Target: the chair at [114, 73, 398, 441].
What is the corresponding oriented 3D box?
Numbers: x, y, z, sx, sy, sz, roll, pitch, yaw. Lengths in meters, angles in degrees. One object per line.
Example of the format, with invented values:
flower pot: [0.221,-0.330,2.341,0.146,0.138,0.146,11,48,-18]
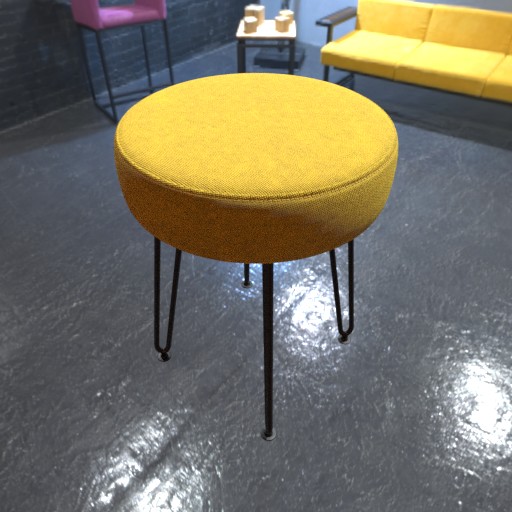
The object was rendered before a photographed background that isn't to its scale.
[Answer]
chair: [0.000,0.000,0.679,0.345,0.455,0.345,27,48,28]
